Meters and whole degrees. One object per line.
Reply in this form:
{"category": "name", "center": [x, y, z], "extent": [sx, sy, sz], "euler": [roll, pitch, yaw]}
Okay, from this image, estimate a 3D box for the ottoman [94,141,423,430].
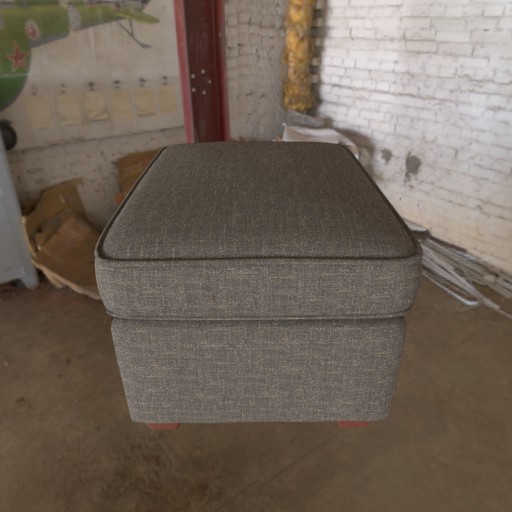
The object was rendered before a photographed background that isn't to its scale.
{"category": "ottoman", "center": [0.000, 0.000, 1.086], "extent": [0.549, 0.450, 0.749], "euler": [0, 28, -1]}
